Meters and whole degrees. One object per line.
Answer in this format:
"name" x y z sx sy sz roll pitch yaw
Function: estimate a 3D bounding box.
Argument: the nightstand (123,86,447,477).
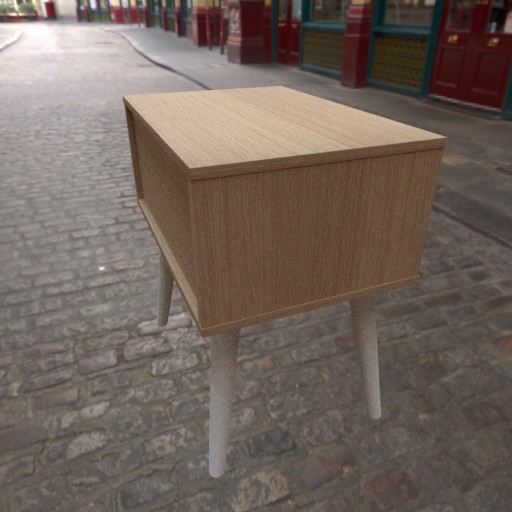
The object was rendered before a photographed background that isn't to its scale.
"nightstand" 0.000 0.000 0.969 0.407 0.610 0.571 -11 31 -20
